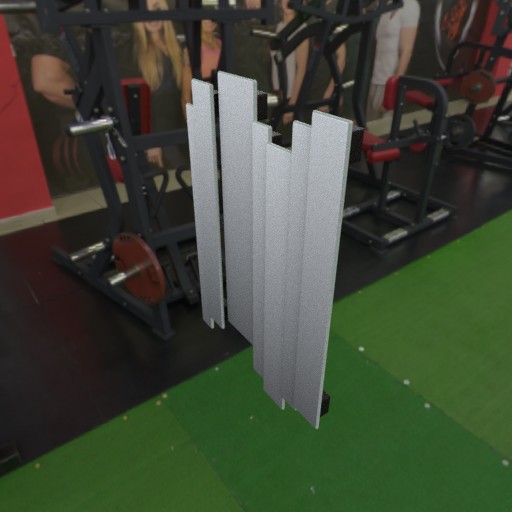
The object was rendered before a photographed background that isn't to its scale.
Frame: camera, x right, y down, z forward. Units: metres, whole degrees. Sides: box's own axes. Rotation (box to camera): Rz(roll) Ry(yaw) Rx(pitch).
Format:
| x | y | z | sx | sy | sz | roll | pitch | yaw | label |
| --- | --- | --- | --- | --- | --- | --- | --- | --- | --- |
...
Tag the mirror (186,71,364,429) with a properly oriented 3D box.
| x | y | z | sx | sy | sz | roll | pitch | yaw | label |
| --- | --- | --- | --- | --- | --- | --- | --- | --- | --- |
| 0.000 | 0.000 | 0.820 | 0.058 | 0.611 | 0.445 | -20 | 37 | -29 | mirror |
